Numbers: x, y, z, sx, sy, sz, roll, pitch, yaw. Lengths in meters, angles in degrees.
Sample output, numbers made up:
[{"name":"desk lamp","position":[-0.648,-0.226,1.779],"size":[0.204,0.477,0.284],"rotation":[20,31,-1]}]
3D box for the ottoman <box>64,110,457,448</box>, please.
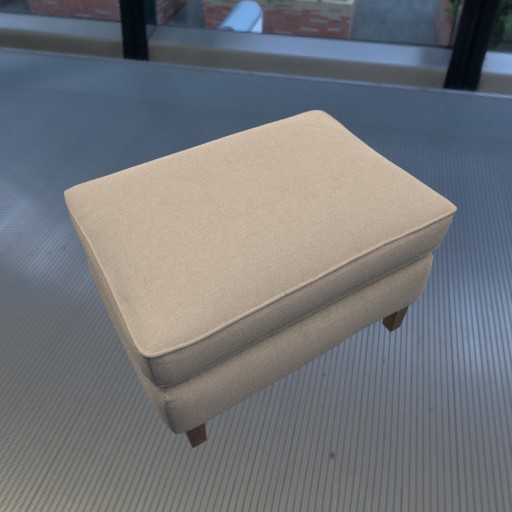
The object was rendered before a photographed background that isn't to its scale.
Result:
[{"name":"ottoman","position":[0.000,0.000,0.993],"size":[0.665,0.456,0.501],"rotation":[-24,51,-21]}]
